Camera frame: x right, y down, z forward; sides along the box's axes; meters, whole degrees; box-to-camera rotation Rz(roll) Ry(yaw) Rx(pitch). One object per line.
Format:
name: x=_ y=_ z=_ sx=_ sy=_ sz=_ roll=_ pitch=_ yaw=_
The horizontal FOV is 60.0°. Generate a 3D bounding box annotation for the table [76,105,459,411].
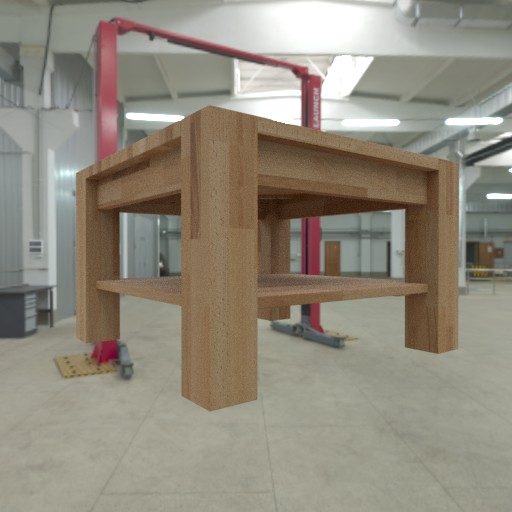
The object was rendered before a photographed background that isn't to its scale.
table: x=0.000 y=0.000 z=1.139 sx=0.700 sy=0.451 sz=0.700 roll=0 pitch=1 yaw=-37
